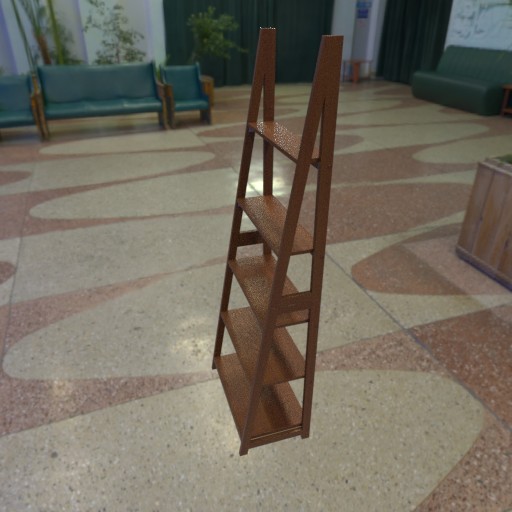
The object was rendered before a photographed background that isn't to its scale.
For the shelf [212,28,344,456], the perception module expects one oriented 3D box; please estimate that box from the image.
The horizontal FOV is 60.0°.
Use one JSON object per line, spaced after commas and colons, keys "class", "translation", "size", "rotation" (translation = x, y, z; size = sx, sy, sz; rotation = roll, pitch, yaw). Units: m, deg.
{"class": "shelf", "translation": [0.000, 0.000, 1.971], "size": [0.356, 1.780, 0.630], "rotation": [-9, 30, -15]}
